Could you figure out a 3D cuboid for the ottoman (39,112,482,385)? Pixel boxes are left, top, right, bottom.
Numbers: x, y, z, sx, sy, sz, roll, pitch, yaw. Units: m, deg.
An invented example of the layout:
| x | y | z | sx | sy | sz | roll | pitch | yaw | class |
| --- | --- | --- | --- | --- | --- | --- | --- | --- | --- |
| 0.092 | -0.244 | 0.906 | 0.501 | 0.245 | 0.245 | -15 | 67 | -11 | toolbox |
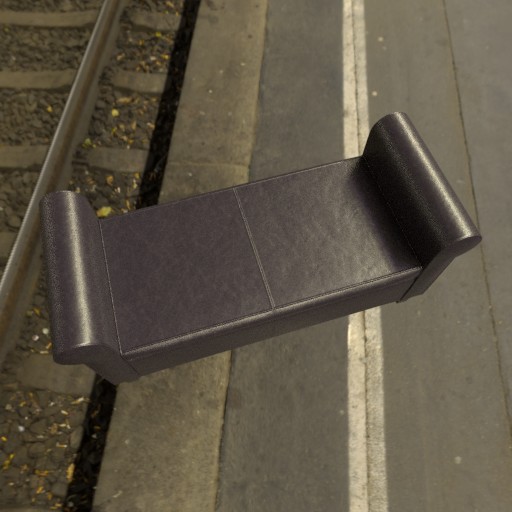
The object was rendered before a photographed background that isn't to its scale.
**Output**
| x | y | z | sx | sy | sz | roll | pitch | yaw | class |
| --- | --- | --- | --- | --- | --- | --- | --- | --- | --- |
| 0.000 | 0.000 | 1.539 | 1.256 | 0.547 | 0.521 | -15 | 64 | -8 | ottoman |
